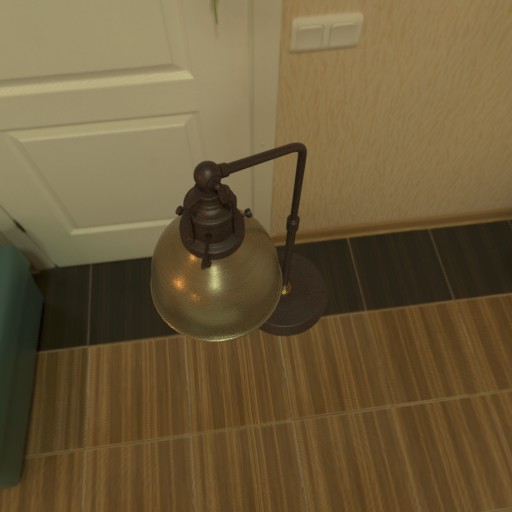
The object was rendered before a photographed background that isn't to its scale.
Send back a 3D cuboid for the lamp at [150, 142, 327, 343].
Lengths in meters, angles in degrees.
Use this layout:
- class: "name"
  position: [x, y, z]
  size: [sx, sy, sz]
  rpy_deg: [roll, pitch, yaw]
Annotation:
- class: "lamp"
  position: [0.000, 0.000, 0.601]
  size: [0.298, 0.469, 0.175]
  rpy_deg: [-33, 67, -16]
